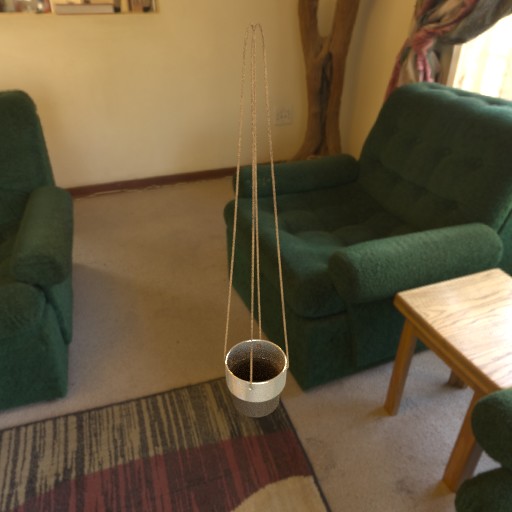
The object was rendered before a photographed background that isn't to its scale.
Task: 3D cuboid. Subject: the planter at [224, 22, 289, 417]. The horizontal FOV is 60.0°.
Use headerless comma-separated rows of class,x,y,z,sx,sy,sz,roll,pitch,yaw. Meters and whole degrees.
planter,0.000,0.000,1.150,0.187,1.073,0.187,-21,37,-31
